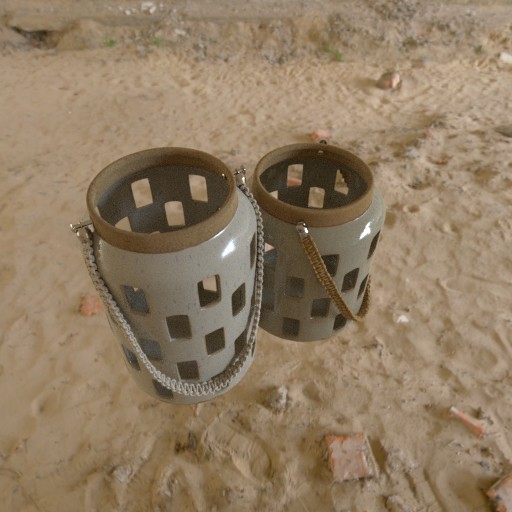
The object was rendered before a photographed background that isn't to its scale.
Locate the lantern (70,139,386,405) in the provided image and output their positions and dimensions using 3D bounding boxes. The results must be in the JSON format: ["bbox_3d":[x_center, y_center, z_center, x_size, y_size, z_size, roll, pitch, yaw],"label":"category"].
[{"bbox_3d":[0.000,0.000,0.503,0.347,0.255,0.184,-23,50,-21],"label":"lantern"}]
